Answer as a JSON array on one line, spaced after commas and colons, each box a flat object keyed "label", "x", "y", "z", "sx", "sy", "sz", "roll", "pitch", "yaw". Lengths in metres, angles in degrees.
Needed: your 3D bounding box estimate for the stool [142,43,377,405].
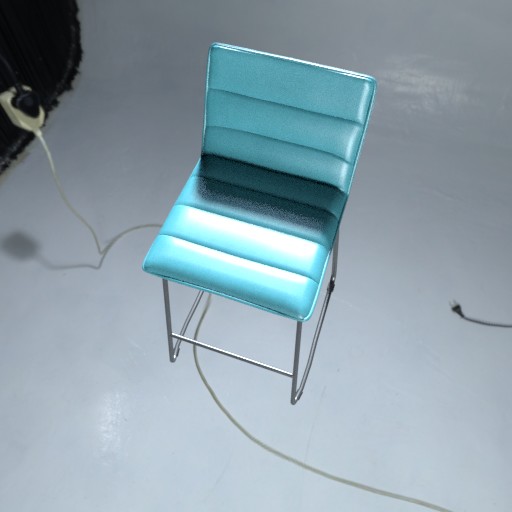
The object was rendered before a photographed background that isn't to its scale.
[{"label": "stool", "x": 0.000, "y": 0.000, "z": 1.252, "sx": 0.489, "sy": 0.936, "sz": 0.524, "roll": 17, "pitch": 61, "yaw": 9}]
